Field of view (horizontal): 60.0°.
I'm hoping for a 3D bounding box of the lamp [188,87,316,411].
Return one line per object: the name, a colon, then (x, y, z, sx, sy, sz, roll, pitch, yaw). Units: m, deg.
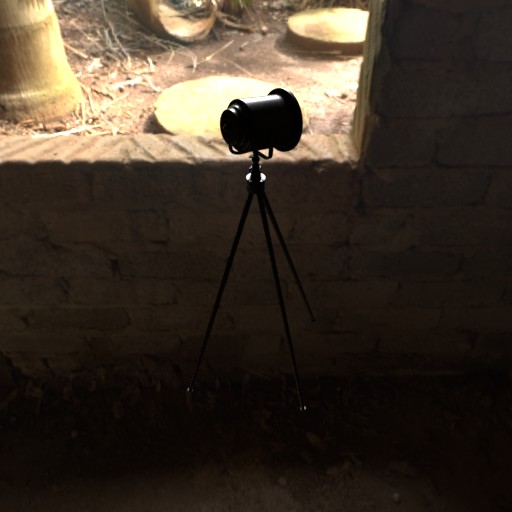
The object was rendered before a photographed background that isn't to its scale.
lamp: (0.000, 0.000, 2.062, 0.884, 1.504, 0.879, -25, 47, -25)
